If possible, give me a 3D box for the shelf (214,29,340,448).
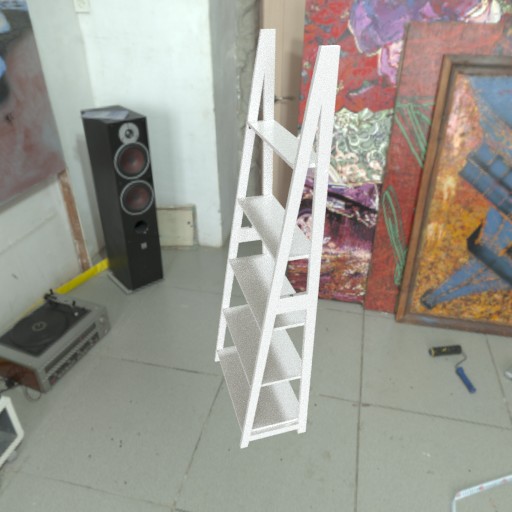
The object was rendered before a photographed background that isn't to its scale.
[{"bbox_3d":[0.000,0.000,2.003,0.341,1.779,0.636,-9,33,-14],"label":"shelf"}]
